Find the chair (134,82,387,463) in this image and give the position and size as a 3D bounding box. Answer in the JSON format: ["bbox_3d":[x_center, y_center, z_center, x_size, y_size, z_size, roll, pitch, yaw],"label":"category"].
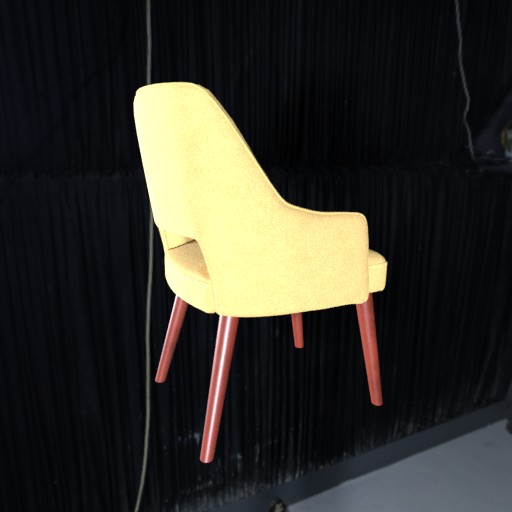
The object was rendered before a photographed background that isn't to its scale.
[{"bbox_3d":[0.000,0.000,1.230,0.605,0.849,0.548,-7,16,-26],"label":"chair"}]
